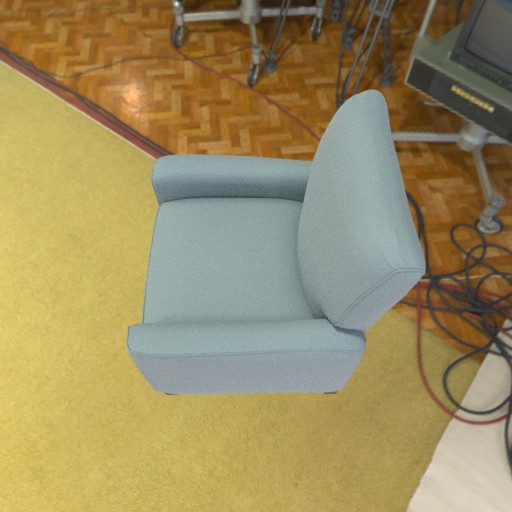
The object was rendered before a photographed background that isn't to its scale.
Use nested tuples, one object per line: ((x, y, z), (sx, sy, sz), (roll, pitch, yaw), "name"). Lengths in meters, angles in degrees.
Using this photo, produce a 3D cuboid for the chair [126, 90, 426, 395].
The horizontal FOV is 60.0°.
((0.000, 0.000, 1.646), (0.846, 1.007, 0.853), (0, 58, 0), "chair")
